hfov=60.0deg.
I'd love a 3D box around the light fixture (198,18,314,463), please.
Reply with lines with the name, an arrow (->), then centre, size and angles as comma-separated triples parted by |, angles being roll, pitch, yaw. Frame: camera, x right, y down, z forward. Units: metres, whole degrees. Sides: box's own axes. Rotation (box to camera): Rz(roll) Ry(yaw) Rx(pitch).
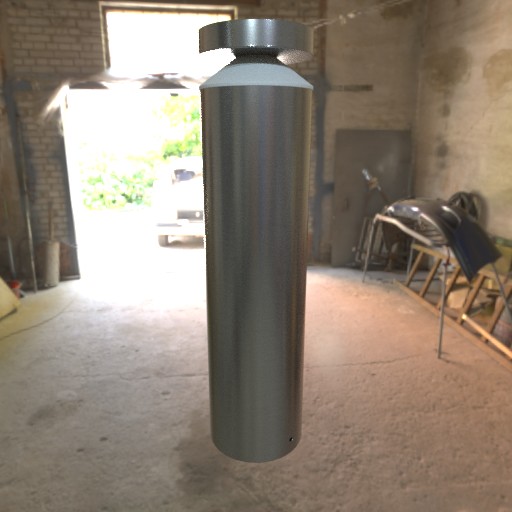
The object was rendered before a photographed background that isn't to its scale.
light fixture -> 0.000, 0.000, 0.437 | 0.102, 0.400, 0.102 | 15, 21, 42
